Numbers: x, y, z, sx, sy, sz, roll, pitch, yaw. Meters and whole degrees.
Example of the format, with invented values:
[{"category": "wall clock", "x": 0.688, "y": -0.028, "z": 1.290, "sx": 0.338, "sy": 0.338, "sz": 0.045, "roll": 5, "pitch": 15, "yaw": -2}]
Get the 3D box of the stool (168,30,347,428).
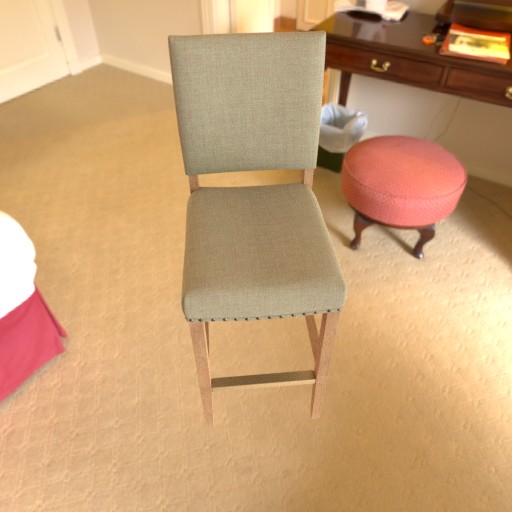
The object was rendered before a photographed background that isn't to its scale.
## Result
[{"category": "stool", "x": 0.000, "y": 0.000, "z": 1.445, "sx": 0.445, "sy": 1.203, "sz": 0.585, "roll": -4, "pitch": 44, "yaw": -4}]
